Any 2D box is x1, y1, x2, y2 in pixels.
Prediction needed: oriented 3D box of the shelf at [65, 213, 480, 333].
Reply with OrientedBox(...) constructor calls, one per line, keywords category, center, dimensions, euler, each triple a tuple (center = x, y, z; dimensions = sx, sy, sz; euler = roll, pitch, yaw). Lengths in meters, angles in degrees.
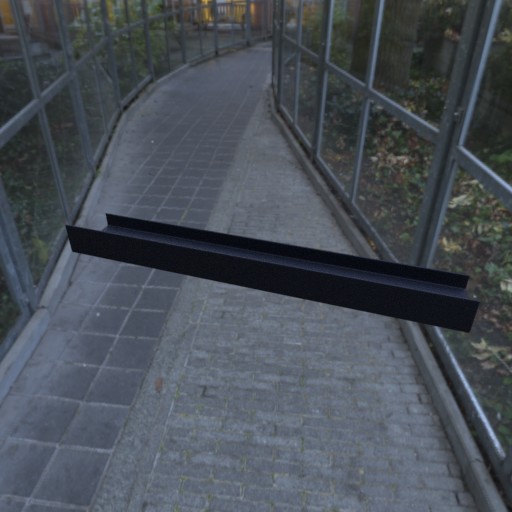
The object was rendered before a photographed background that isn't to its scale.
OrientedBox(category="shelf", center=(0.000, 0.000, 0.671), dimensions=(0.605, 0.053, 0.102), euler=(10, 33, 16))
